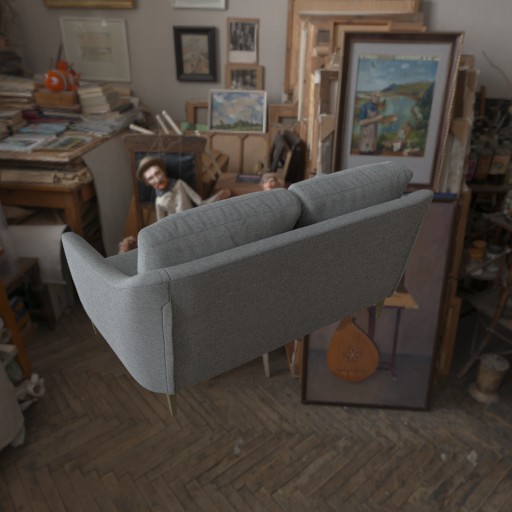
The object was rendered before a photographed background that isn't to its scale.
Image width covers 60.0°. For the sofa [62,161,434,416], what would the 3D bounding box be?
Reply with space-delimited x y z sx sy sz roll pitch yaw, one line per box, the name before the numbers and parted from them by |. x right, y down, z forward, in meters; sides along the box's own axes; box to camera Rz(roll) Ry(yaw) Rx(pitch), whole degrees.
sofa | 0.000 0.000 2.220 1.619 0.904 0.960 -18 34 -28
